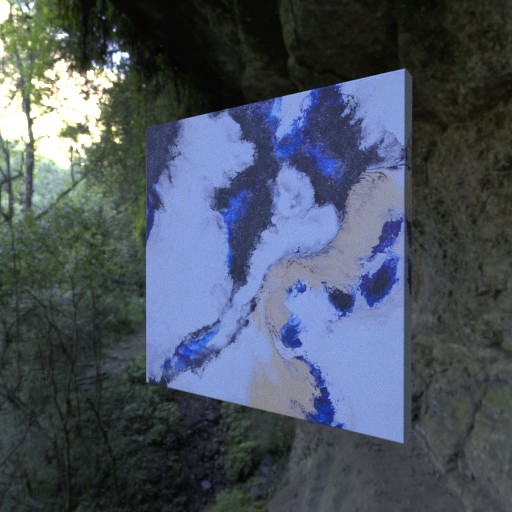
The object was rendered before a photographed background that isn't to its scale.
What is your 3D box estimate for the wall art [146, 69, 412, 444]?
[{"bbox_3d":[0.000,0.000,0.902,0.609,0.609,0.039,0,1,34],"label":"wall art"}]
